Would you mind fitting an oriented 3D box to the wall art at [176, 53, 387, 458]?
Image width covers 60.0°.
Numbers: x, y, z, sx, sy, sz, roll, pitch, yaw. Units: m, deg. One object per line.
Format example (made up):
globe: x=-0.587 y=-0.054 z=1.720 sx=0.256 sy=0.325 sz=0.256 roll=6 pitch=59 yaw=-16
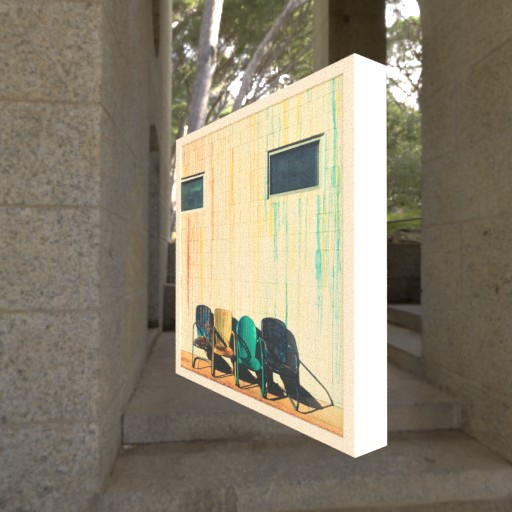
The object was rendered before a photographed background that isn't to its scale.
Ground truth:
wall art: x=0.000 y=0.000 z=0.468 sx=0.038 sy=0.305 sz=0.305 roll=0 pitch=0 yaw=-36
